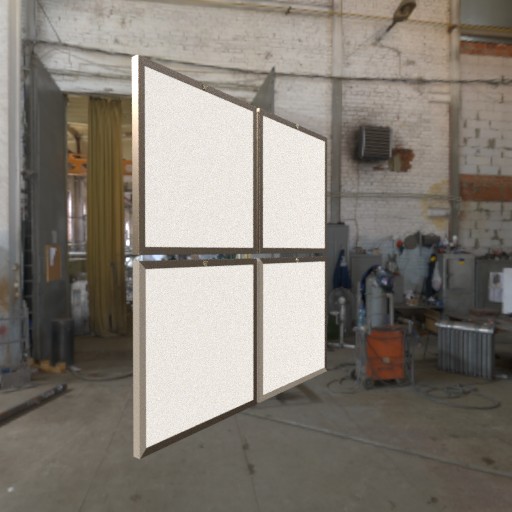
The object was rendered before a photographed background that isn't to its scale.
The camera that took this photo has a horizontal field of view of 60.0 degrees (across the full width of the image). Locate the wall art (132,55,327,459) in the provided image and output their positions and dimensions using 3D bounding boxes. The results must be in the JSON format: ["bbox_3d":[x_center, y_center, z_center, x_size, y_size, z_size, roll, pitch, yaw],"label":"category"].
[{"bbox_3d":[0.000,0.000,1.550,0.030,1.032,1.032,0,1,36],"label":"wall art"}]
